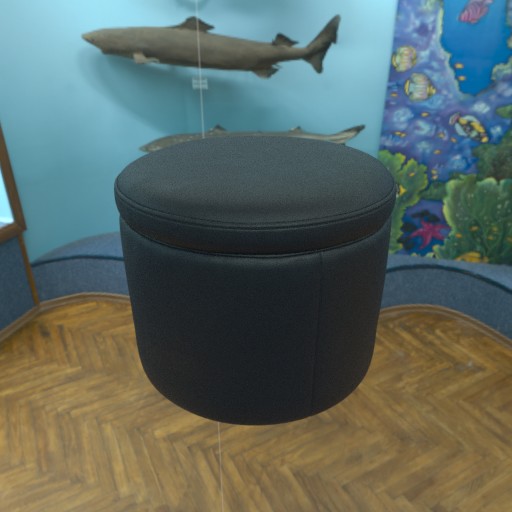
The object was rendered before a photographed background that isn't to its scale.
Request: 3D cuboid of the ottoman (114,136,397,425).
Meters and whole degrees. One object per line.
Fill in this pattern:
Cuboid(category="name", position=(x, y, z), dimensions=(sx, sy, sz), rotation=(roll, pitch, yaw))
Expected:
Cuboid(category="ottoman", position=(0.000, 0.000, 0.884), dimensions=(0.501, 0.409, 0.501), rotation=(0, 27, 0))
